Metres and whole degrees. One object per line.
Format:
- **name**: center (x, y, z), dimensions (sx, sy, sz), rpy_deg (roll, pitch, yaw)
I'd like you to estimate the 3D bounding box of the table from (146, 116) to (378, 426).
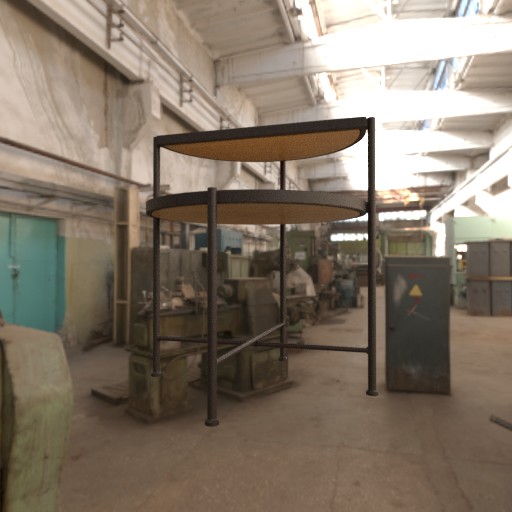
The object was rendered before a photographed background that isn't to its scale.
- **table**: center (0.000, 0.000, 1.185), dimensions (0.629, 0.684, 0.628), rpy_deg (0, -1, 17)
